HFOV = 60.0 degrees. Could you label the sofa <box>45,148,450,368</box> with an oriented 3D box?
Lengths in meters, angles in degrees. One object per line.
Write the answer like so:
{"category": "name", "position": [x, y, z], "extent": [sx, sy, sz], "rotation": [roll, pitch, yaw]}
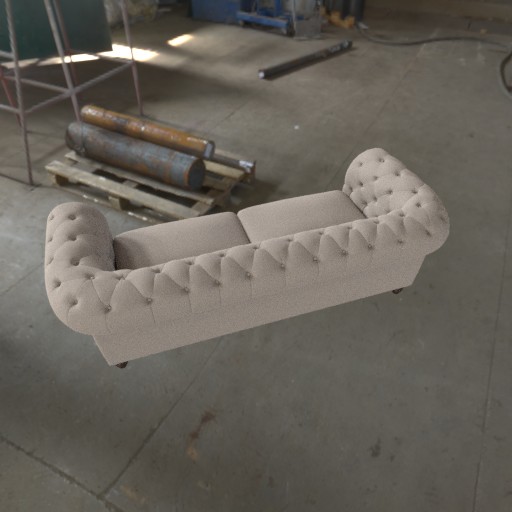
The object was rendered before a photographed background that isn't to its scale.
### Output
{"category": "sofa", "position": [0.000, 0.000, 2.842], "extent": [2.411, 0.749, 0.991], "rotation": [-13, 43, -14]}
